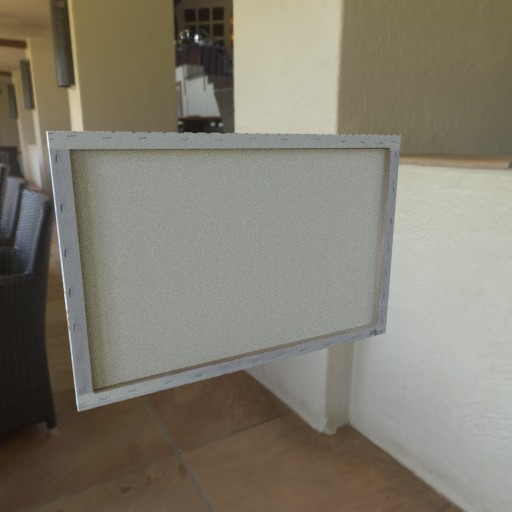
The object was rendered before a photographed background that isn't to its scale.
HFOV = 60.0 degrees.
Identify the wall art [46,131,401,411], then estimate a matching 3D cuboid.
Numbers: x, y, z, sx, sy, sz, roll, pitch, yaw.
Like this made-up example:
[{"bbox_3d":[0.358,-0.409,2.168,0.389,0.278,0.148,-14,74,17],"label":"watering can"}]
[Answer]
[{"bbox_3d":[0.000,0.000,1.422,1.143,0.757,0.038,-7,16,-27],"label":"wall art"}]
